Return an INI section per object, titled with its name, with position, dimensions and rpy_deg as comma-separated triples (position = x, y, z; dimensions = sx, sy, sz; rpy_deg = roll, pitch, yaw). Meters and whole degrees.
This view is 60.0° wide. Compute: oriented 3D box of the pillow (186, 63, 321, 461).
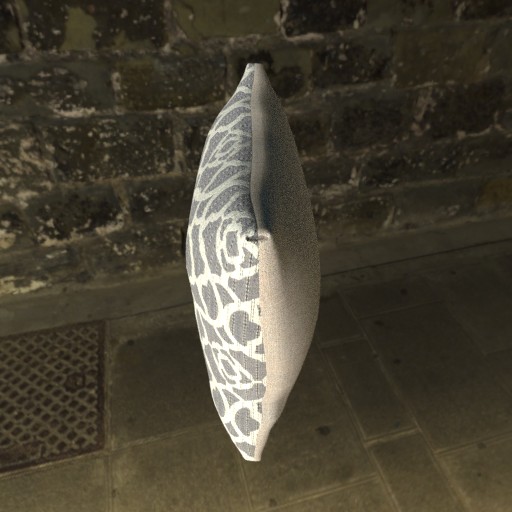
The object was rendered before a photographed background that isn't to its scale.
[pillow]
position = 0.000, 0.000, 0.774
dimensions = 0.215, 0.498, 0.508
rpy_deg = 0, 42, 0
